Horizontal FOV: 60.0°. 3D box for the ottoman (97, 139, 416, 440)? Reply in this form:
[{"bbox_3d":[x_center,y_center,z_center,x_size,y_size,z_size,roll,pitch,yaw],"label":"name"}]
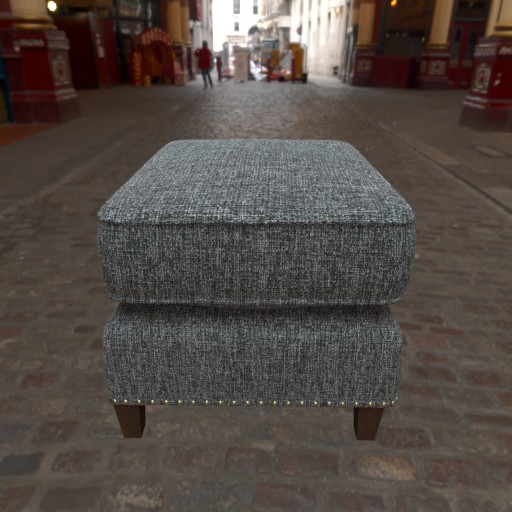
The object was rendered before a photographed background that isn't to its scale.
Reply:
[{"bbox_3d":[0.000,0.000,1.138,0.589,0.537,0.738,0,25,1],"label":"ottoman"}]
